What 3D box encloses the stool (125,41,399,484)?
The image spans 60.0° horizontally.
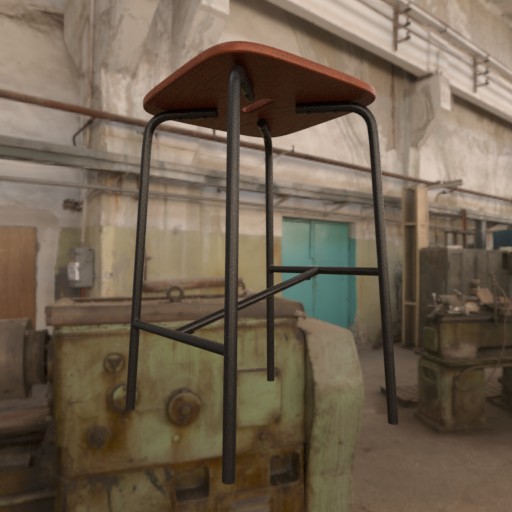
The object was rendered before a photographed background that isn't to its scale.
[{"bbox_3d":[0.000,0.000,0.848,0.376,0.610,0.376,0,-1,-37],"label":"stool"}]
